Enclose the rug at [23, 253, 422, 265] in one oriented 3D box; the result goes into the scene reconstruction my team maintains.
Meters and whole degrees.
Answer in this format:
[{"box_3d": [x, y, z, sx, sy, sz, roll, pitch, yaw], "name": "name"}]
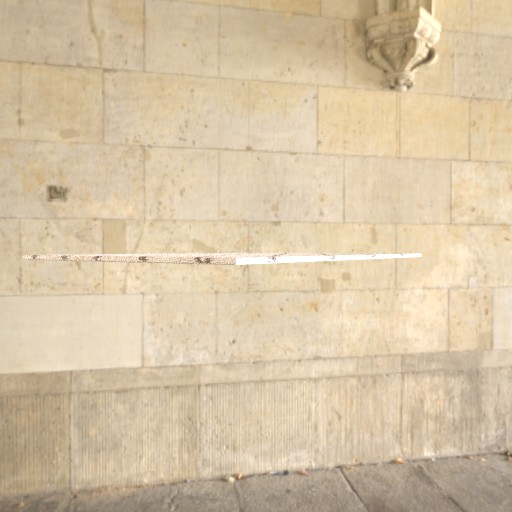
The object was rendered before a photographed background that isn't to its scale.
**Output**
[{"box_3d": [0.000, 0.000, 3.468, 1.778, 0.030, 2.743, 1, 1, 36], "name": "rug"}]
